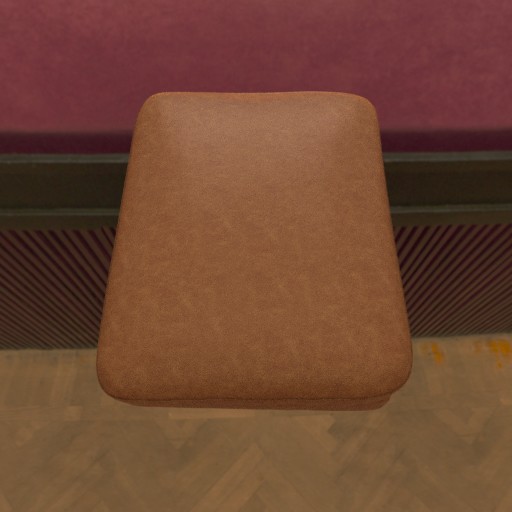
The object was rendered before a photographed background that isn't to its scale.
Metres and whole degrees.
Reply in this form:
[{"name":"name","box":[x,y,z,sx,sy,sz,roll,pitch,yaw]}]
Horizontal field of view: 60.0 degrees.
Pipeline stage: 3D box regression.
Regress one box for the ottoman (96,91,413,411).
[{"name":"ottoman","box":[0.000,0.000,1.100,0.593,0.478,0.747,0,64,0]}]
